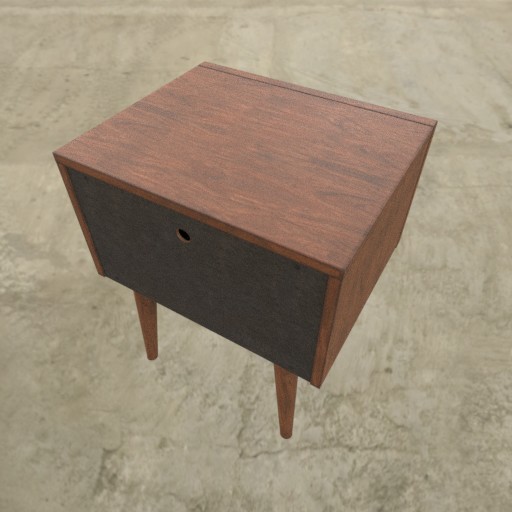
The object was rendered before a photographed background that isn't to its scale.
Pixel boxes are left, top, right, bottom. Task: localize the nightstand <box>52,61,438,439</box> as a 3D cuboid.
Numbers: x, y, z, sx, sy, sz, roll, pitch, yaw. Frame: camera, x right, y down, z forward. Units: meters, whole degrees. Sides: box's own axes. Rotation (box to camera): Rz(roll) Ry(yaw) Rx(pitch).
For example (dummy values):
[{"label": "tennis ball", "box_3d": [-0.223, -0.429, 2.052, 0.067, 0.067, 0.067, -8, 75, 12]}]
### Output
[{"label": "nightstand", "box_3d": [0.000, 0.000, 0.989, 0.521, 0.607, 0.445, 23, 50, 21]}]
